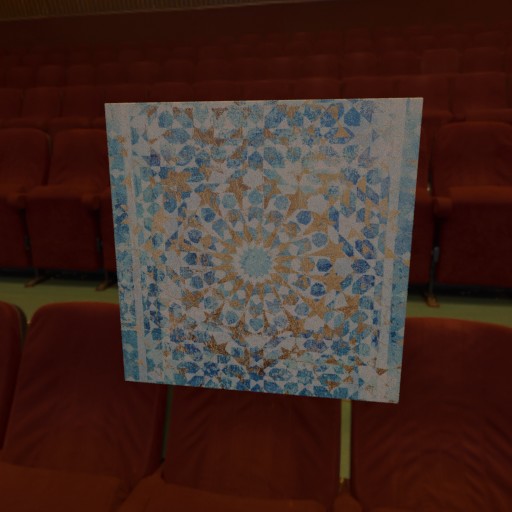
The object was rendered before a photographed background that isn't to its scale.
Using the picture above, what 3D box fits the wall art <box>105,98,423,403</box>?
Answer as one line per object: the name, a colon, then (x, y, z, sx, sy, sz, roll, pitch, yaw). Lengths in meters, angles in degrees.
wall art: (0.000, 0.000, 1.384, 0.916, 0.916, 0.040, 2, 13, 9)
